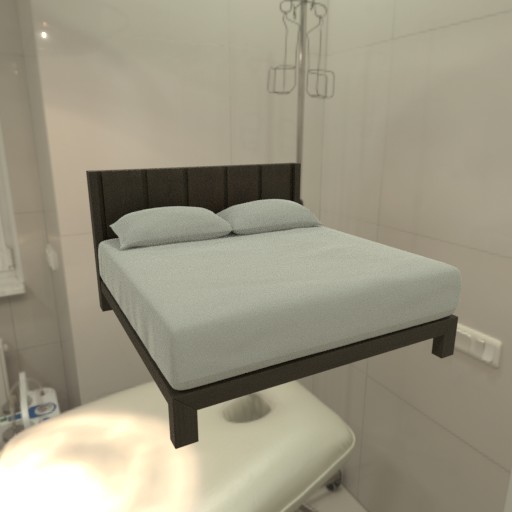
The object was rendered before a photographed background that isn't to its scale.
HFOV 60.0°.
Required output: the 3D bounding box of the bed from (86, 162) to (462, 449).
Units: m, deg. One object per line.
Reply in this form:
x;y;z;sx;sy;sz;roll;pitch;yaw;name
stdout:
0.000;0.000;3.540;2.143;1.261;2.238;-8;18;-27;bed
